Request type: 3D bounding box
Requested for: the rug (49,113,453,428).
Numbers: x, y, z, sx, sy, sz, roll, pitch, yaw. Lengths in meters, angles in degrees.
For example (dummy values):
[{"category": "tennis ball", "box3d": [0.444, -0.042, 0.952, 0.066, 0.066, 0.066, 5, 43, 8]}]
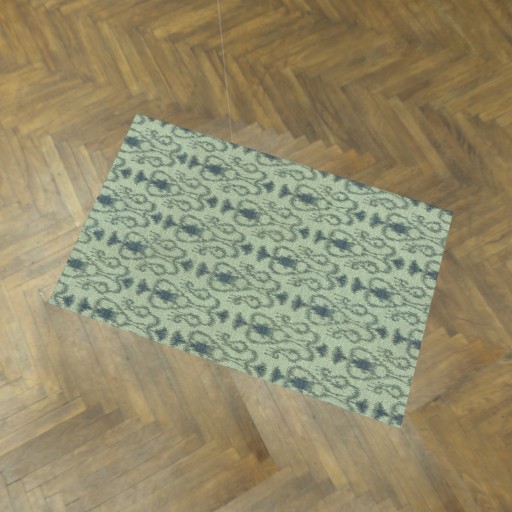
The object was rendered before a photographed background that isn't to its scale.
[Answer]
[{"category": "rug", "box3d": [0.000, 0.000, 2.076, 1.652, 0.006, 1.035, 18, 76, 5]}]
